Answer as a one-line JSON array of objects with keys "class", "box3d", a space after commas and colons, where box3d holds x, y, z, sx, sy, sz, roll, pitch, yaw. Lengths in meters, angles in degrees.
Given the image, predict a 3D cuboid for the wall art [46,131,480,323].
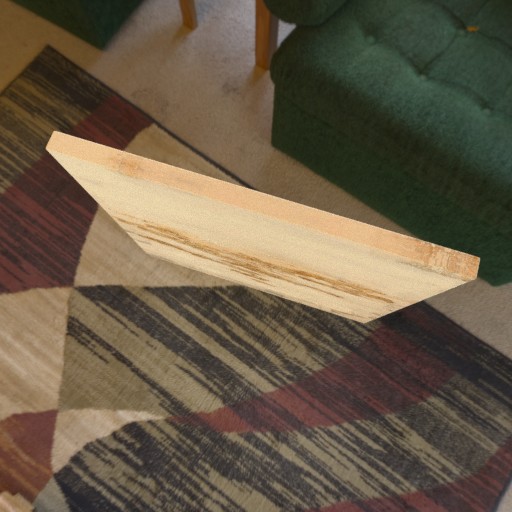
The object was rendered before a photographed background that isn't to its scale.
[{"class": "wall art", "box3d": [0.000, 0.000, 1.108, 0.753, 0.755, 0.038, 17, 77, 4]}]
